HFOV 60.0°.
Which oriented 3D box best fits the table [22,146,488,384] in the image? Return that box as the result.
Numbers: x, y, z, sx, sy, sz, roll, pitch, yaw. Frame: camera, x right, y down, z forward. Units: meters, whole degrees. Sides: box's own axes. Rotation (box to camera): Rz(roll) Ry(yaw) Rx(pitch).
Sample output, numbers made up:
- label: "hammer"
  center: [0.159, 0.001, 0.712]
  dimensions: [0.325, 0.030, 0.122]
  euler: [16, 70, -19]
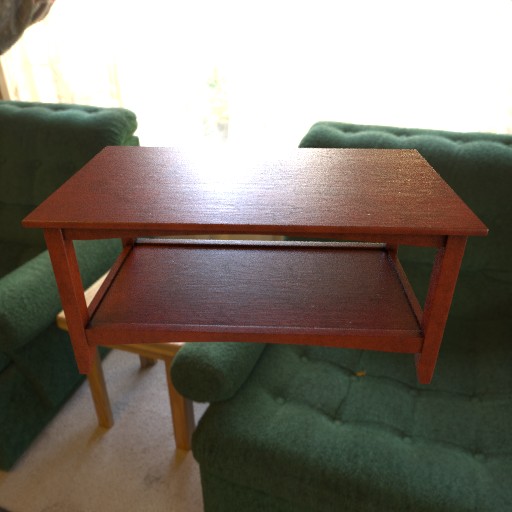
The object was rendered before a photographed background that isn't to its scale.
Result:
- label: "table"
  center: [0.000, 0.000, 1.235]
  dimensions: [0.943, 0.456, 0.533]
  euler: [1, 30, 2]
